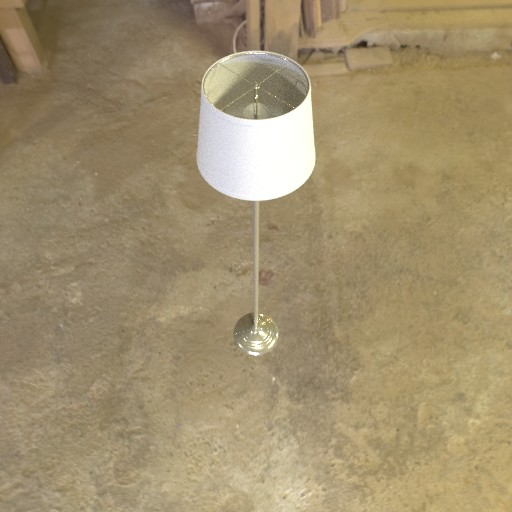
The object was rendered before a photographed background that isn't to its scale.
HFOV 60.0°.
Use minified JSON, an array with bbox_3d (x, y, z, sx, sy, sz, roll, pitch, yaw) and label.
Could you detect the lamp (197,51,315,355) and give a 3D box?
[{"bbox_3d":[0.000,0.000,1.666,0.327,1.506,0.327,-2,58,-1],"label":"lamp"}]
